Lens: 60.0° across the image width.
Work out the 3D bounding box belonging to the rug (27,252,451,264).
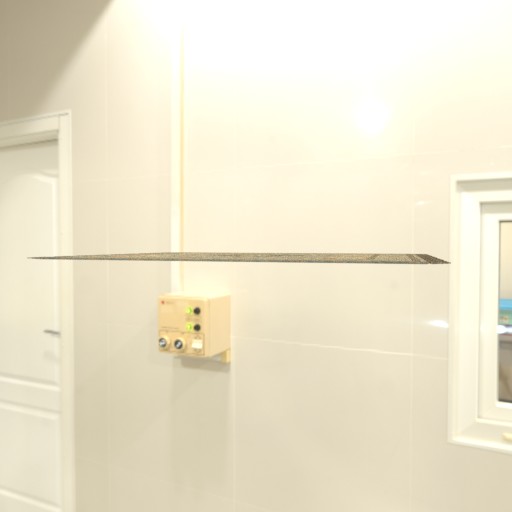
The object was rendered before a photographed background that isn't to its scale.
[{"bbox_3d":[0.000,0.000,2.297,1.730,0.009,1.278,0,2,18],"label":"rug"}]
